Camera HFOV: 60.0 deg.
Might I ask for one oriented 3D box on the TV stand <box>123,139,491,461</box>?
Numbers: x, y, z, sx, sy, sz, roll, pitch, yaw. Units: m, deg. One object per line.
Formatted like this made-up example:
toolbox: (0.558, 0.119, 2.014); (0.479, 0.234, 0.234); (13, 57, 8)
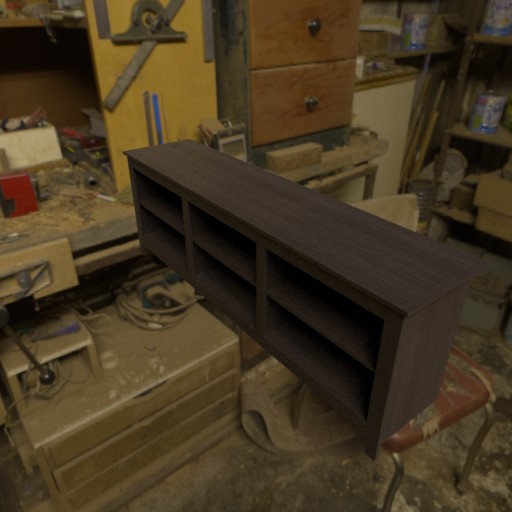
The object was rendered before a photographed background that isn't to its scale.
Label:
TV stand: (0.000, 0.000, 1.980); (0.406, 0.610, 1.778); (-21, 36, -32)
